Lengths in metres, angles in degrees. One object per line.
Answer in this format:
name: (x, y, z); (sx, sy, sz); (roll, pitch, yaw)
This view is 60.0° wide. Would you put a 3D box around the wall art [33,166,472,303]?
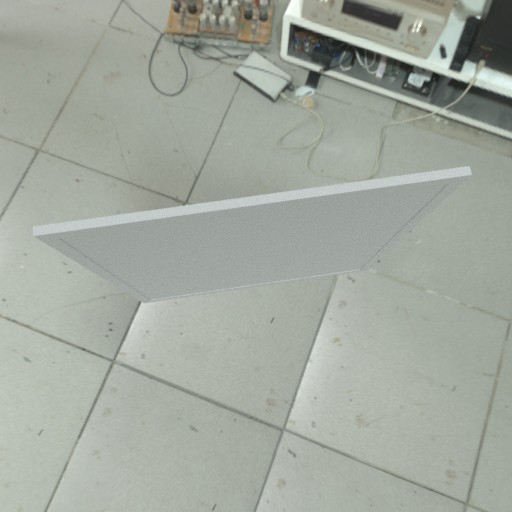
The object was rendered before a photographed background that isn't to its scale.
wall art: (0.000, 0.000, 0.981); (0.660, 0.660, 0.015); (-8, 76, -2)
